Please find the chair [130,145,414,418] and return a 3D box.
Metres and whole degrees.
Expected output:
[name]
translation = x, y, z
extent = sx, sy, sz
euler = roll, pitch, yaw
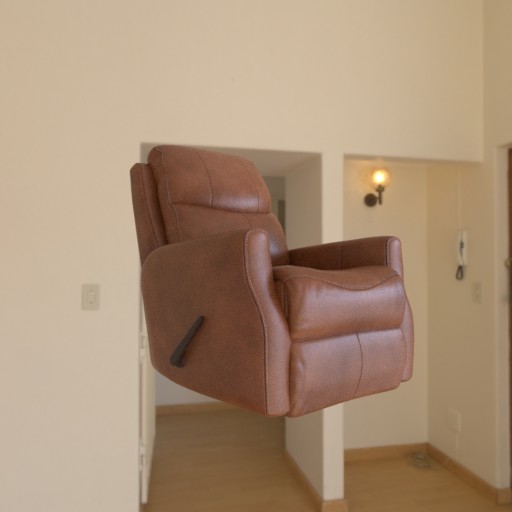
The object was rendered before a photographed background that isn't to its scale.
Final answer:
[chair]
translation = 0.000, 0.000, 1.806
extent = 0.821, 1.016, 1.072
euler = 1, -1, -38
